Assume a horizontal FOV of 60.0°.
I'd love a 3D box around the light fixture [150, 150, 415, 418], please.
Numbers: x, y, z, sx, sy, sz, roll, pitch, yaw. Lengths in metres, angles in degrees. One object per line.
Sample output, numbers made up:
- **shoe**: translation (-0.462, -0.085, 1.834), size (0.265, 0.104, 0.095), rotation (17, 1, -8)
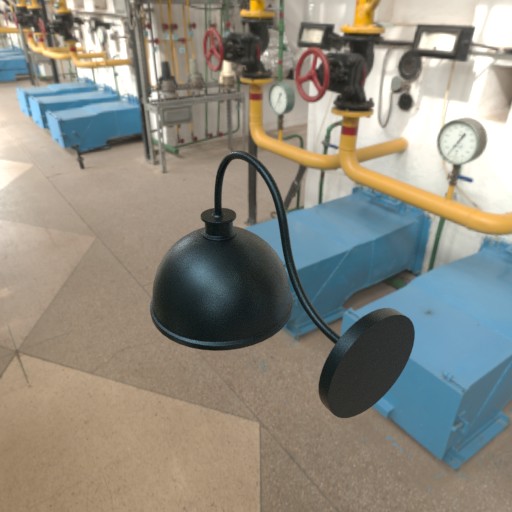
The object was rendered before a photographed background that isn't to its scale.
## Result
- **light fixture**: translation (0.000, 0.000, 0.645), size (0.253, 0.295, 0.467), rotation (-19, 34, -29)
